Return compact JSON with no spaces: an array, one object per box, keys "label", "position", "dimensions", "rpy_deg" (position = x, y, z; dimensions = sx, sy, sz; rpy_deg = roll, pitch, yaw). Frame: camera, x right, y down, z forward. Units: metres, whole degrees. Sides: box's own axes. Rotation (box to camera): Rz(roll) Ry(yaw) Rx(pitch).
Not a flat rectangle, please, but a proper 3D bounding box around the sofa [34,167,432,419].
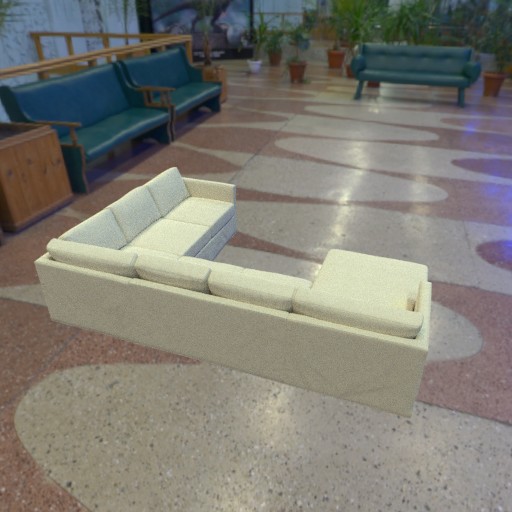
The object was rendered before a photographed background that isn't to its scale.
[{"label":"sofa","position":[0.000,0.000,4.630],"dimensions":[3.464,0.882,2.448],"rpy_deg":[10,32,17]}]
